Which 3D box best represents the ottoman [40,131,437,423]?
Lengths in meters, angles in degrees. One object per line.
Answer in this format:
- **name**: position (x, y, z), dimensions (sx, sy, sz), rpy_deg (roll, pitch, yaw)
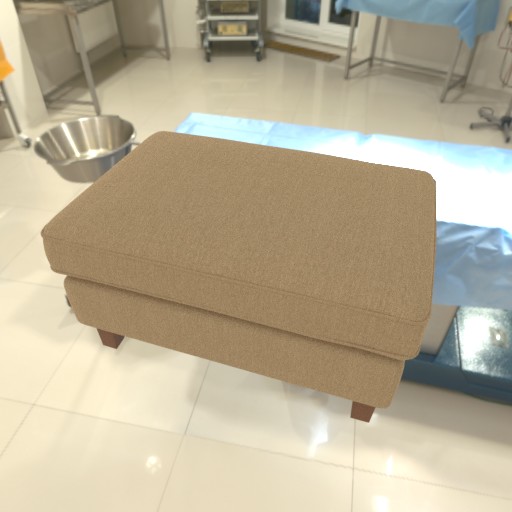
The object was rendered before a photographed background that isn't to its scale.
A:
- **ottoman**: position (0.000, 0.000, 1.313), dimensions (0.945, 0.521, 0.636), rpy_deg (12, 42, 14)
